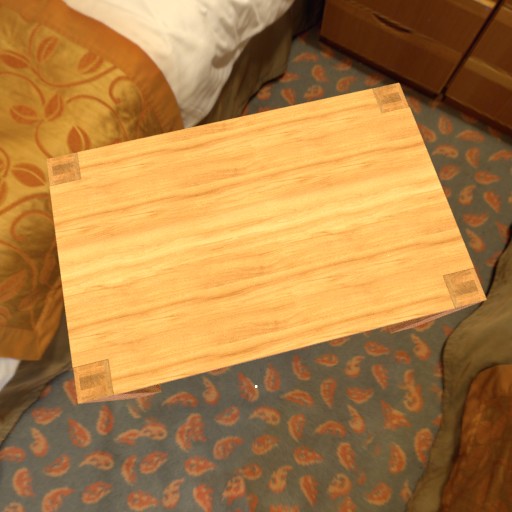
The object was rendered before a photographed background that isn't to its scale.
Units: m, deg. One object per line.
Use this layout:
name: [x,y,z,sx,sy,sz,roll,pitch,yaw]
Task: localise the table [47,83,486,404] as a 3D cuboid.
table: [0.000,0.000,1.950,1.400,0.760,0.900,-13,74,-4]
